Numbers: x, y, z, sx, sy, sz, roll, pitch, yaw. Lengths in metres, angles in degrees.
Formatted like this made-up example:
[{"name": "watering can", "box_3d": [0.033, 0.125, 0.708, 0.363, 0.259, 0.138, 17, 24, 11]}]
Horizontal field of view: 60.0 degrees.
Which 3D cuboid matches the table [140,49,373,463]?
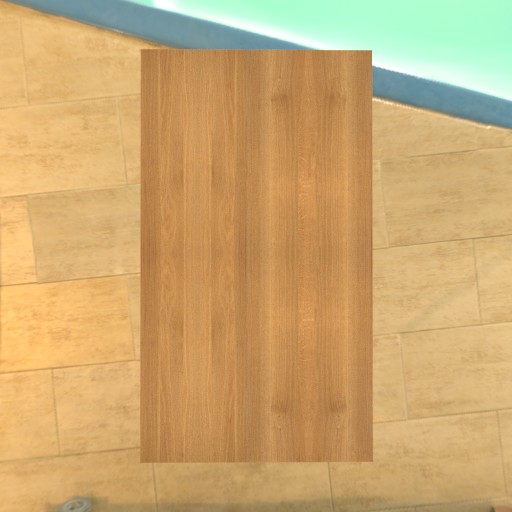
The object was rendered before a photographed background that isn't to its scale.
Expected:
[{"name": "table", "box_3d": [0.000, 0.000, 2.092, 0.900, 0.750, 1.600, 0, 90, 0]}]
